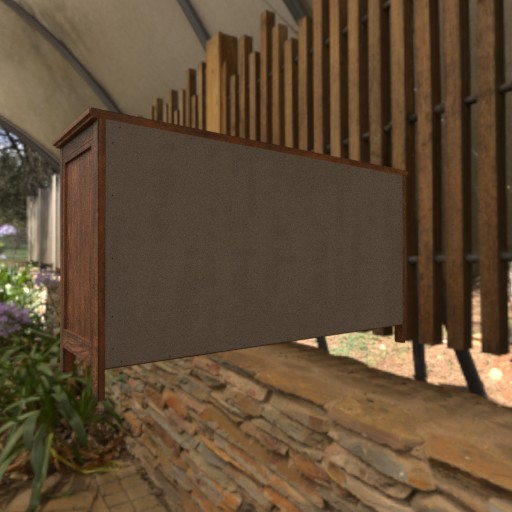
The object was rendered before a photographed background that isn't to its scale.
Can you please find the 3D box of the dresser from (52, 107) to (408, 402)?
[{"bbox_3d":[0.000,0.000,1.925,1.551,0.856,0.463,0,0,-37],"label":"dresser"}]
